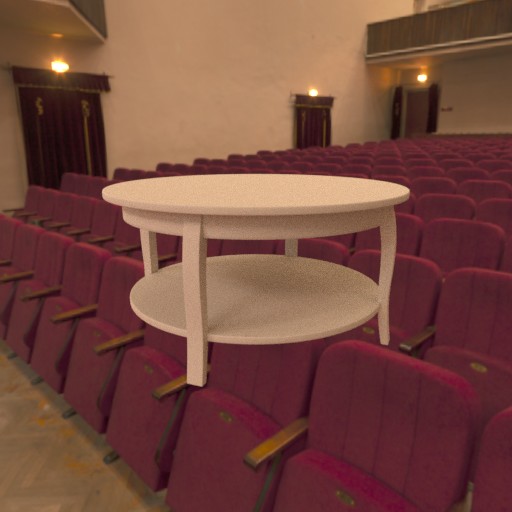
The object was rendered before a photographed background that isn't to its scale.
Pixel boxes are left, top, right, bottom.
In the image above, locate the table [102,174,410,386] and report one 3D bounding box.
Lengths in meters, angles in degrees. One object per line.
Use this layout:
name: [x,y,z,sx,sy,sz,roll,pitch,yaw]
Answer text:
table: [0.000,0.000,1.441,0.910,0.457,0.910,0,15,0]
